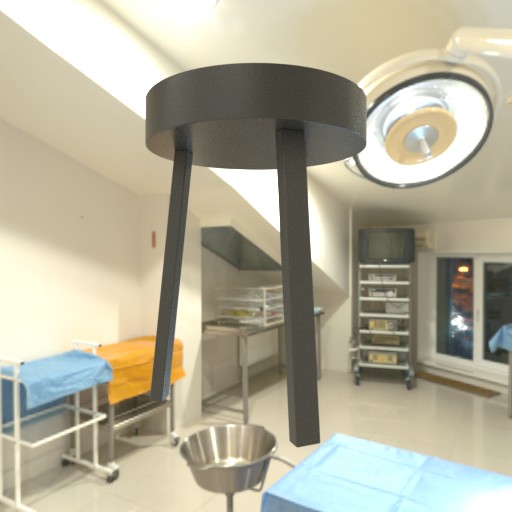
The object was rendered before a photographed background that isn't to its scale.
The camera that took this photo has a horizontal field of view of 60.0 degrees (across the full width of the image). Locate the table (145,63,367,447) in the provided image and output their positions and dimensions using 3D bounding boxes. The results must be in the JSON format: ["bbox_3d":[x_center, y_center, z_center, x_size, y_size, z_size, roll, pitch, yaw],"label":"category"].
[{"bbox_3d":[0.000,0.000,0.842,0.406,0.559,0.406,0,1,0],"label":"table"}]
